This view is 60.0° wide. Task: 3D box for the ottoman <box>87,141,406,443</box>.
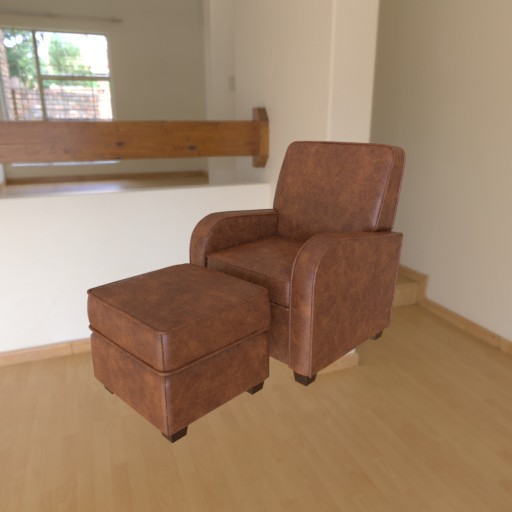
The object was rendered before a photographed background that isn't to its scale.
[{"bbox_3d":[0.000,0.000,1.877,0.732,0.904,1.314,16,23,42],"label":"ottoman"}]
